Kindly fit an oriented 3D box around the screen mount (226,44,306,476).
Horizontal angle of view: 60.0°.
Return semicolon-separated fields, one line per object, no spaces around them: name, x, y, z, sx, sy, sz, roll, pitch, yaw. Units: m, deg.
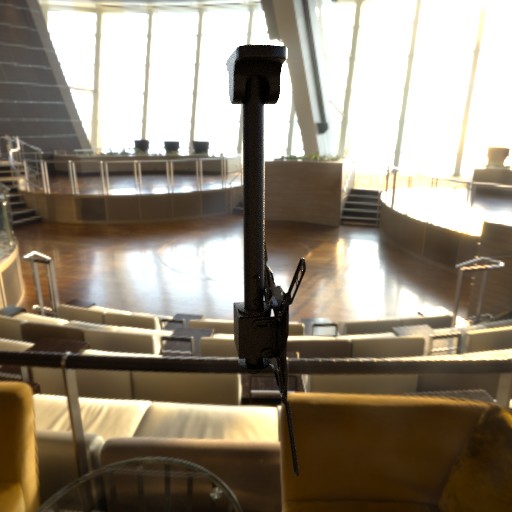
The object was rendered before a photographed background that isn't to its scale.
screen mount;0.000;0.000;0.872;0.090;0.729;0.393;-3;17;-9
